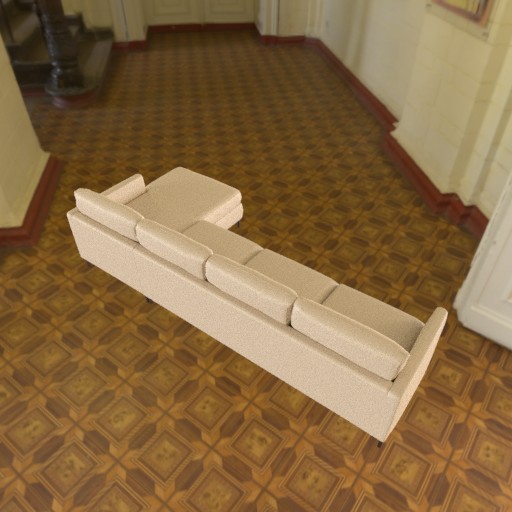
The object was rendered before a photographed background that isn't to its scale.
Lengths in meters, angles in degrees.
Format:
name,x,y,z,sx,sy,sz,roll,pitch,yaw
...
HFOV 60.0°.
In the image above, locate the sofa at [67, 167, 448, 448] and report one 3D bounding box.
name,x,y,z,sx,sy,sz,roll,pitch,yaw
sofa,0.000,0.000,3.268,2.731,0.755,1.258,26,47,27
